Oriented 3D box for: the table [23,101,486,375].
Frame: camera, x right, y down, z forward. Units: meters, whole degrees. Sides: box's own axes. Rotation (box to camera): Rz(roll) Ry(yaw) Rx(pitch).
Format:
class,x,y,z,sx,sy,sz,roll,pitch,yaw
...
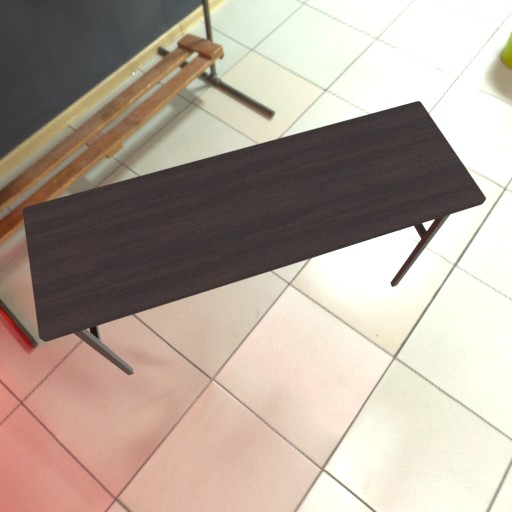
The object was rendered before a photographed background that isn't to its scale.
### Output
class,x,y,z,sx,sy,sz,roll,pitch,yaw
table,0.000,0.000,1.735,1.399,0.750,0.449,-17,65,-8
